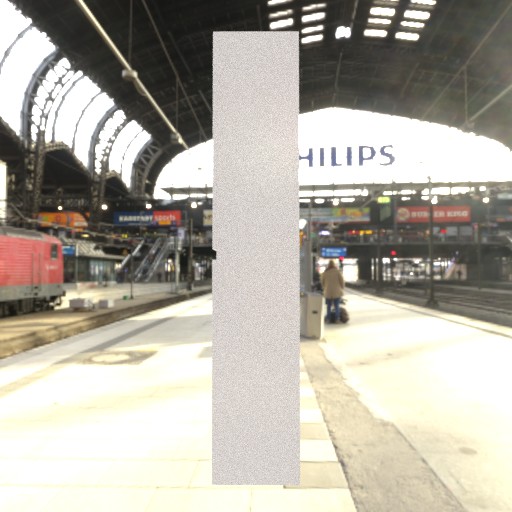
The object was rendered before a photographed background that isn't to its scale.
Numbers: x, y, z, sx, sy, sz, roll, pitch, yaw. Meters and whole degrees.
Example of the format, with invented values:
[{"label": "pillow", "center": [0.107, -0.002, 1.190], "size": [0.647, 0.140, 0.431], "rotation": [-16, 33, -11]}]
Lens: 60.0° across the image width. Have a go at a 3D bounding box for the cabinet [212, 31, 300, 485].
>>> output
[{"label": "cabinet", "center": [0.000, 0.000, 1.517], "size": [0.269, 1.400, 0.300], "rotation": [0, -2, 0]}]
